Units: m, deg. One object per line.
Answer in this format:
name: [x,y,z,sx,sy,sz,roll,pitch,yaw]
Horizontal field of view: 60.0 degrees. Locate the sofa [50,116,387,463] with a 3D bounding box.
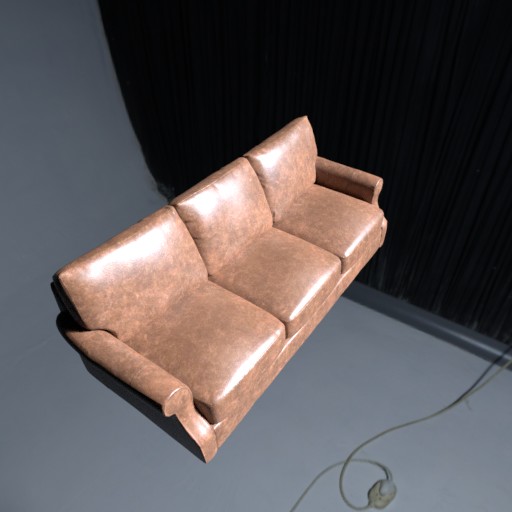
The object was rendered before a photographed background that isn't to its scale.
sofa: [0.000,0.000,2.830,0.973,0.977,2.351,25,46,26]
